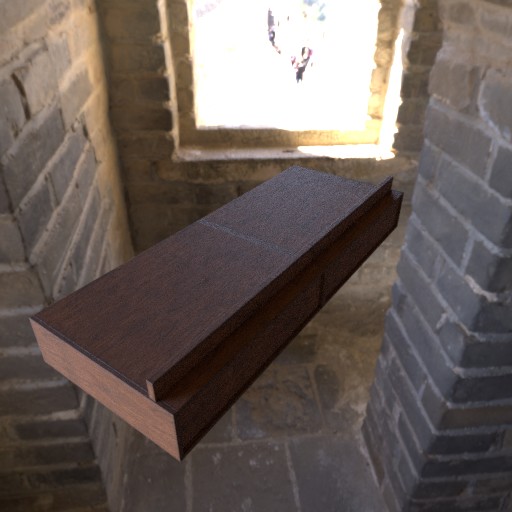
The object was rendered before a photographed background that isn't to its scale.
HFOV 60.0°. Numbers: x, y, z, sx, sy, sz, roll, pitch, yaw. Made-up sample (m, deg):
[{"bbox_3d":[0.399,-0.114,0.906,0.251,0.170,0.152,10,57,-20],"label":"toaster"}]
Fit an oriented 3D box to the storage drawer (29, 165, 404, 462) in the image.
[{"bbox_3d":[0.000,0.000,2.189,0.774,0.339,1.914,21,38,29],"label":"storage drawer"}]
